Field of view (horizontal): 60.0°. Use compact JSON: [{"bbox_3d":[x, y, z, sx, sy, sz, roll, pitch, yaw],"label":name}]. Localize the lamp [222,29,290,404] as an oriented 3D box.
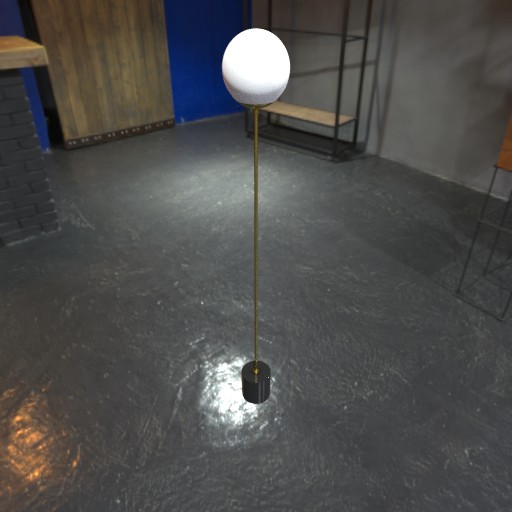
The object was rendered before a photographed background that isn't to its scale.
[{"bbox_3d":[0.000,0.000,1.908,0.229,1.748,0.229,-21,38,-29],"label":"lamp"}]
